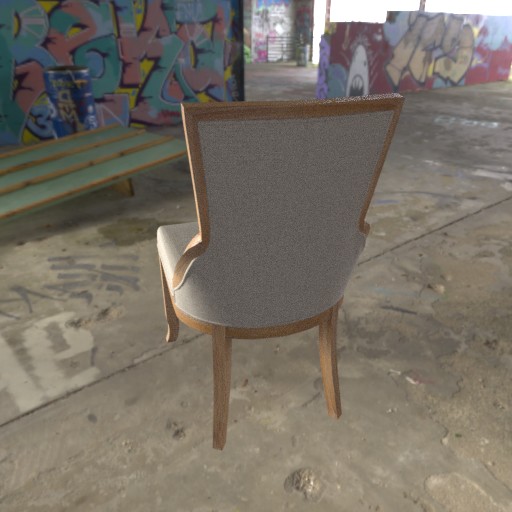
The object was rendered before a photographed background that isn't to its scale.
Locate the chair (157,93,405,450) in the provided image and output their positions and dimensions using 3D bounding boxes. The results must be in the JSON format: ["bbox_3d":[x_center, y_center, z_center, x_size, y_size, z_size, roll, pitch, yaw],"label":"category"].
[{"bbox_3d":[0.000,0.000,1.302,0.524,0.947,0.641,-8,28,-16],"label":"chair"}]
